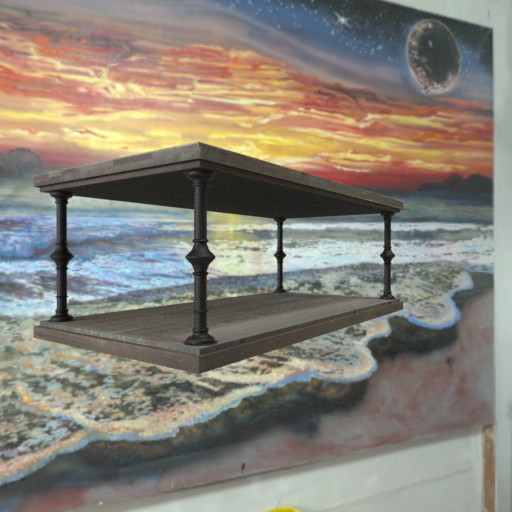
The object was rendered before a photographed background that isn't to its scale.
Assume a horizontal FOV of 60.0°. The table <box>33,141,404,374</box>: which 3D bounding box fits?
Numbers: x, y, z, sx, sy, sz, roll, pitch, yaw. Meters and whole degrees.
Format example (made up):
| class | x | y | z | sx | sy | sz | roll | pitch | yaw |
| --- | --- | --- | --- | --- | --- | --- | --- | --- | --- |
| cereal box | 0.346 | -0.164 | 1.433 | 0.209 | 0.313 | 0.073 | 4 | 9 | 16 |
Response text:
| class | x | y | z | sx | sy | sz | roll | pitch | yaw |
| --- | --- | --- | --- | --- | --- | --- | --- | --- | --- |
| table | 0.000 | 0.000 | 1.361 | 0.554 | 0.399 | 1.088 | 0 | 0 | 36 |
